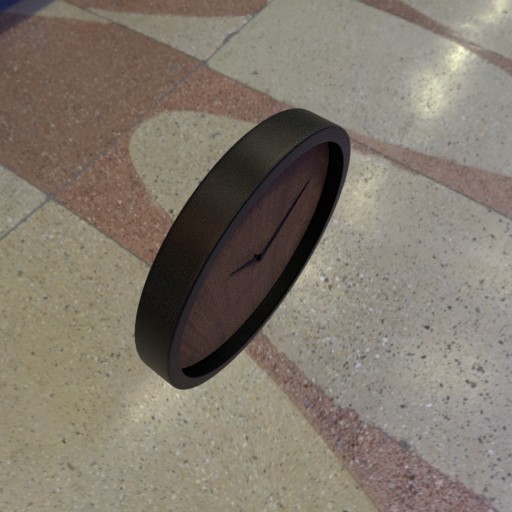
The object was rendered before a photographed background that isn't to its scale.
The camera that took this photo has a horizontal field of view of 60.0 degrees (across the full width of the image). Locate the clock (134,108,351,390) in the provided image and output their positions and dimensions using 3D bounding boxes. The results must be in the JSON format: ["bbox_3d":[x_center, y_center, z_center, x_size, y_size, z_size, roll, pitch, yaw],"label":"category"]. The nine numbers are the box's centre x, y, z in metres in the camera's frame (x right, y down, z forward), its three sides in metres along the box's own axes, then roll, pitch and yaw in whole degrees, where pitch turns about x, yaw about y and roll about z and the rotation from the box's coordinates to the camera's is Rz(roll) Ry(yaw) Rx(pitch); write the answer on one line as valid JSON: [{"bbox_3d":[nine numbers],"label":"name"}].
[{"bbox_3d":[0.000,0.000,0.478,0.040,0.314,0.314,33,65,18],"label":"clock"}]
